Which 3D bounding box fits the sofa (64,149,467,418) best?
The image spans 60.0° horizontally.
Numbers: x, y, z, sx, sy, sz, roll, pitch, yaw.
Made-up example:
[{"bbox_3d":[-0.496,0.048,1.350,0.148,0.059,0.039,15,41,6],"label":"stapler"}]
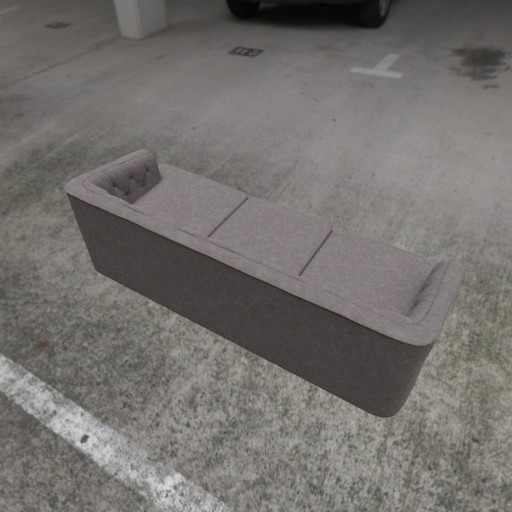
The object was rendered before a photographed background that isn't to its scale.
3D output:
[{"bbox_3d":[0.000,0.000,2.716,2.247,0.806,0.917,23,49,22],"label":"sofa"}]
